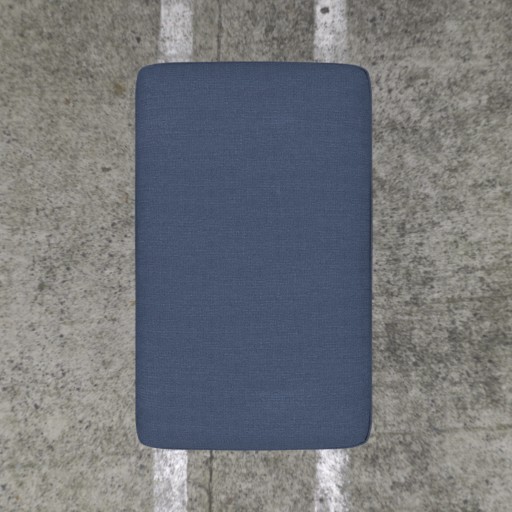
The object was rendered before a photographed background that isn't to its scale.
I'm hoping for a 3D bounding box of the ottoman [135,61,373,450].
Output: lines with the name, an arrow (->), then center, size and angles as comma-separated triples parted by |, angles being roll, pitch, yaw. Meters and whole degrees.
ottoman -> 0.000, 0.000, 1.175 | 0.570, 0.438, 0.885 | 0, 90, 0
